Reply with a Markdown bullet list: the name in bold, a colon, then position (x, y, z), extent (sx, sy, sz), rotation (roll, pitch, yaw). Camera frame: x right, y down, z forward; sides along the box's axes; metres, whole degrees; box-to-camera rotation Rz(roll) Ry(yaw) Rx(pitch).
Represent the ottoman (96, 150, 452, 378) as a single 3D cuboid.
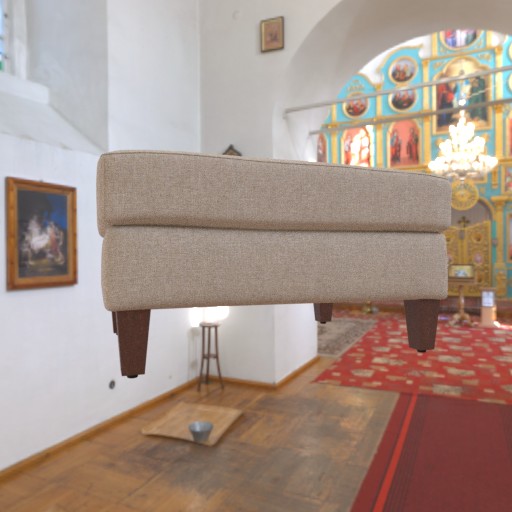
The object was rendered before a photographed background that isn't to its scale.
- **ottoman**: position (0.000, 0.000, 1.324), extent (0.898, 0.519, 0.677), rotation (0, 0, -20)
